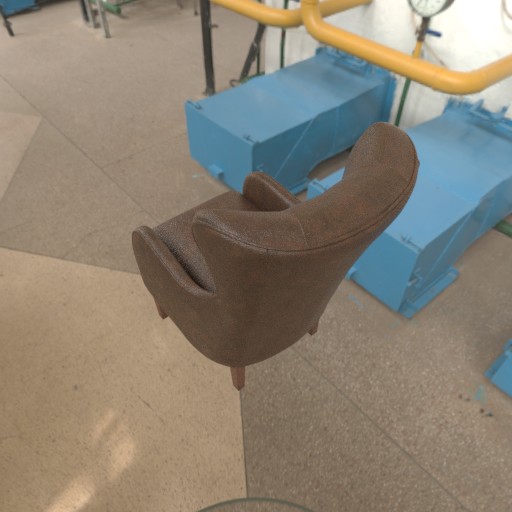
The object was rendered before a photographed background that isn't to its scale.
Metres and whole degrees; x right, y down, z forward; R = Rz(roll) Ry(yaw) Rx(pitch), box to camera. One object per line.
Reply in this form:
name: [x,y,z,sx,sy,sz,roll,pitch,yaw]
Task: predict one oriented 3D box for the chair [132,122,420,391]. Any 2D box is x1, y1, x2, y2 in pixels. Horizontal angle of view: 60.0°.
chair: [0.000,0.000,1.644,0.692,1.048,0.914,-31,53,-27]
